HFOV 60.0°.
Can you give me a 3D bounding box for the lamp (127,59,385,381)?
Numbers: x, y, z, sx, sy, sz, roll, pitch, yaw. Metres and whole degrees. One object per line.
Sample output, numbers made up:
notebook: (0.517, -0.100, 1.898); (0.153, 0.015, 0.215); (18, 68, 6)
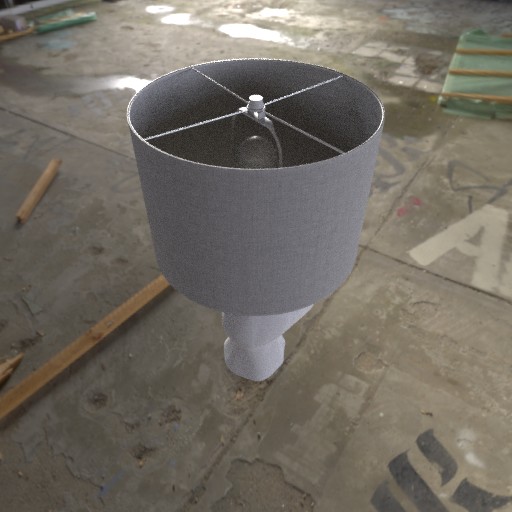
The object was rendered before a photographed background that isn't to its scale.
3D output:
lamp: (0.000, 0.000, 0.690); (0.298, 0.503, 0.298); (-27, 49, -26)
